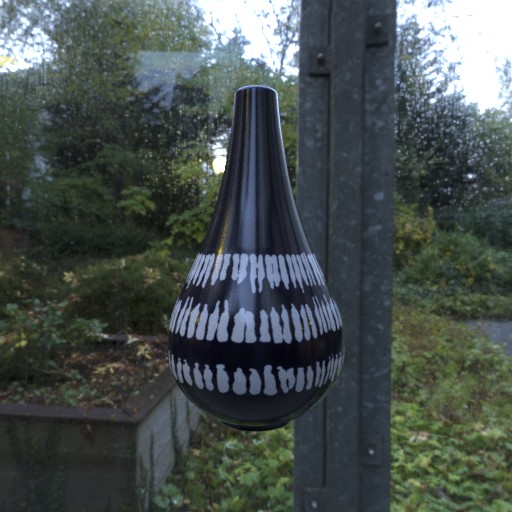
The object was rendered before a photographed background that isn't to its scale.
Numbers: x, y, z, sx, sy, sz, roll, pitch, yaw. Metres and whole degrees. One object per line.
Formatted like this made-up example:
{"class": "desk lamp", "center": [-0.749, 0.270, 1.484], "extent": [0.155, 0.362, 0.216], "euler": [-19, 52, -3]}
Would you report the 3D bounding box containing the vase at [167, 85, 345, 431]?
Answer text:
{"class": "vase", "center": [0.000, 0.000, 0.402], "extent": [0.159, 0.295, 0.159], "euler": [0, 1, 0]}
